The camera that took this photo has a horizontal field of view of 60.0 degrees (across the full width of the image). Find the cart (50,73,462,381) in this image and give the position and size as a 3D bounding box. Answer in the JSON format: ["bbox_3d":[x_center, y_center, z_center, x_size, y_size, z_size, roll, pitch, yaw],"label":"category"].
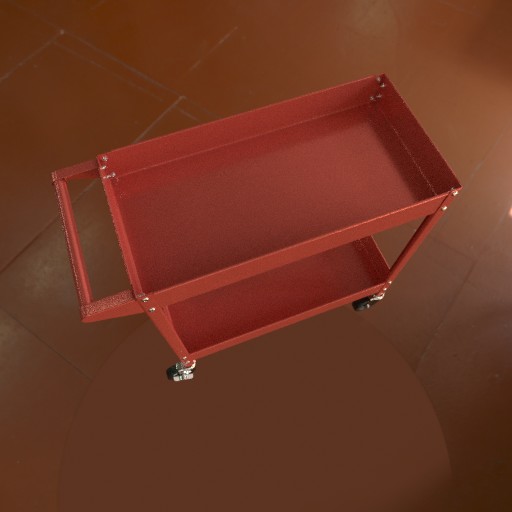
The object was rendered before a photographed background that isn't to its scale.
[{"bbox_3d":[0.000,0.000,1.210,0.779,0.719,0.366,-19,66,-9],"label":"cart"}]
